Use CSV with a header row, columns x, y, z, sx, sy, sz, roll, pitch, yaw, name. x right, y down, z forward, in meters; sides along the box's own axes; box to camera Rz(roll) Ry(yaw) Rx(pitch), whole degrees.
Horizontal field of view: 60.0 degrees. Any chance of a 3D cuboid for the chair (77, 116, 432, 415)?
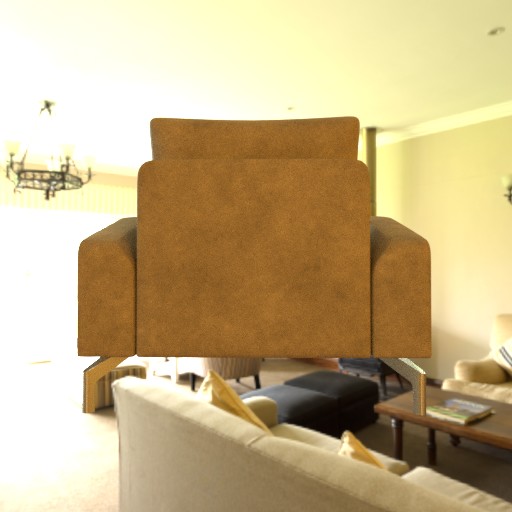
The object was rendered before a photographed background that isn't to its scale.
x,y,z,sx,sy,sz,roll,pitch,yaw,name
0.000,0.000,1.551,0.900,0.800,0.900,0,-1,1,chair
